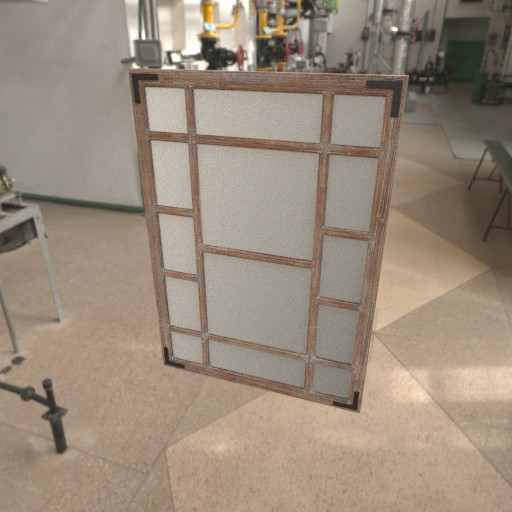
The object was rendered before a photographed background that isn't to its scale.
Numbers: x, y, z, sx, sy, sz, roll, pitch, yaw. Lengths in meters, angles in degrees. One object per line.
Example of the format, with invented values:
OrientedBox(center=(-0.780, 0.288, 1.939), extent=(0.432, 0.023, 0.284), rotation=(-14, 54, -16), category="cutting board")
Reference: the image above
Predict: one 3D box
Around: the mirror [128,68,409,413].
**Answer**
OrientedBox(center=(0.000, 0.000, 1.293), extent=(0.705, 0.996, 0.025), rotation=(9, 28, 17), category="mirror")
